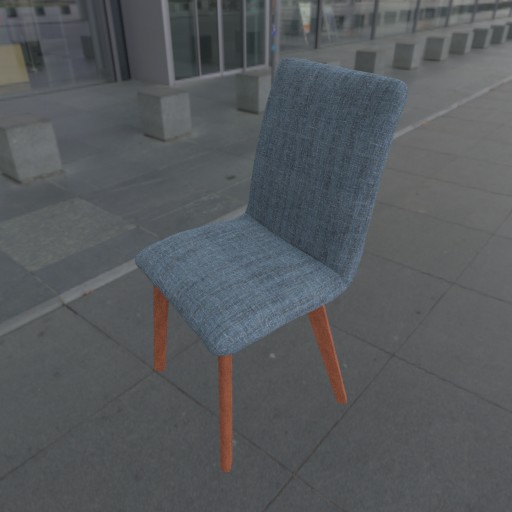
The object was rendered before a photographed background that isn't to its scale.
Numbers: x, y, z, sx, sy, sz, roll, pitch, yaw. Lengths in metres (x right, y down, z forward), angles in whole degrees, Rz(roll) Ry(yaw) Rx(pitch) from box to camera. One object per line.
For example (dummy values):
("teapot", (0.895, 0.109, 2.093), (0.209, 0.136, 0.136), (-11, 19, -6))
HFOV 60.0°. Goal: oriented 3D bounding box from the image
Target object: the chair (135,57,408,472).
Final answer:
("chair", (0.000, 0.000, 1.267), (0.563, 0.974, 0.522), (-20, 36, -29))
